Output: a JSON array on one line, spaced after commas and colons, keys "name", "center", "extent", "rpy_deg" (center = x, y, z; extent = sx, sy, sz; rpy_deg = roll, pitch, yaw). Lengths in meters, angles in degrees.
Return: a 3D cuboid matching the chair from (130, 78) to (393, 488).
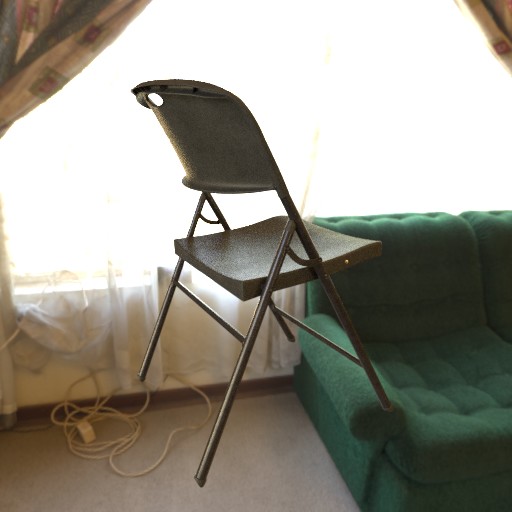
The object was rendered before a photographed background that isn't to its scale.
[{"name": "chair", "center": [0.000, 0.000, 1.140], "extent": [0.566, 0.810, 0.494], "rpy_deg": [-8, 18, -28]}]
